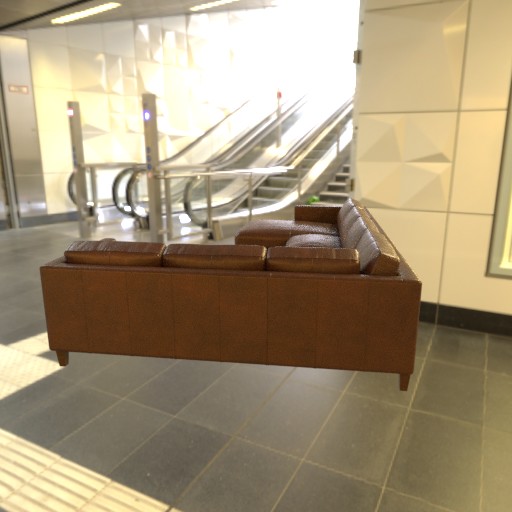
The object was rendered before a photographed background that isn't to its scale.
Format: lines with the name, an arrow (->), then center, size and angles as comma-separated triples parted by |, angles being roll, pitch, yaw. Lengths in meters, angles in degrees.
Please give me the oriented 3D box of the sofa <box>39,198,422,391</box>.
sofa -> 0.000, 0.000, 4.430 | 2.452, 0.891, 3.324 | 2, 14, 8
